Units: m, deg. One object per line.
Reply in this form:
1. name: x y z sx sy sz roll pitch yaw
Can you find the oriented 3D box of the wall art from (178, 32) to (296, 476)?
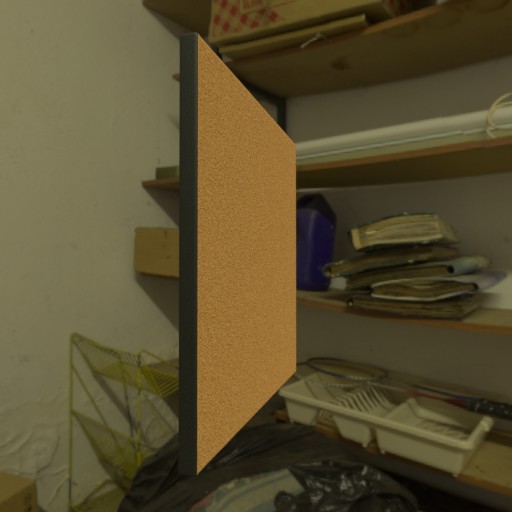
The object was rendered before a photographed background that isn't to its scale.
1. wall art: 0.000 0.000 0.670 0.022 0.453 0.456 0 -1 18
